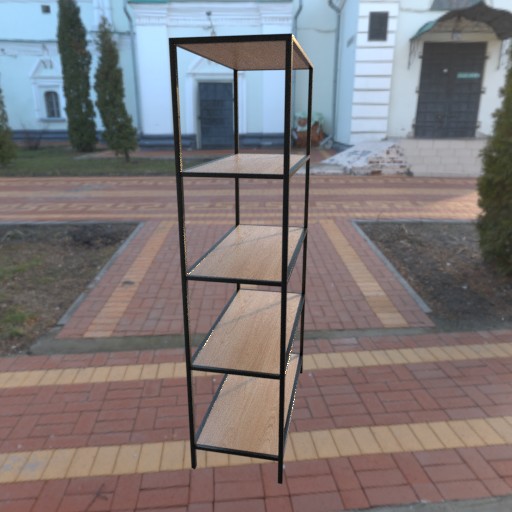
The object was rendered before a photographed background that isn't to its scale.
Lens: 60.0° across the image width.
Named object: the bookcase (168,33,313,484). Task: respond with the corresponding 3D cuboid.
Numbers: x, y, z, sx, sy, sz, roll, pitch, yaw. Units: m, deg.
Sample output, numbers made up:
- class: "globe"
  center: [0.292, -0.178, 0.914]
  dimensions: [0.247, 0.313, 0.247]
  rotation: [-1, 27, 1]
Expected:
- class: "bookcase"
  center: [0.000, 0.000, 1.797]
  dimensions: [0.350, 1.500, 0.770]
  rotation: [3, 18, 11]
